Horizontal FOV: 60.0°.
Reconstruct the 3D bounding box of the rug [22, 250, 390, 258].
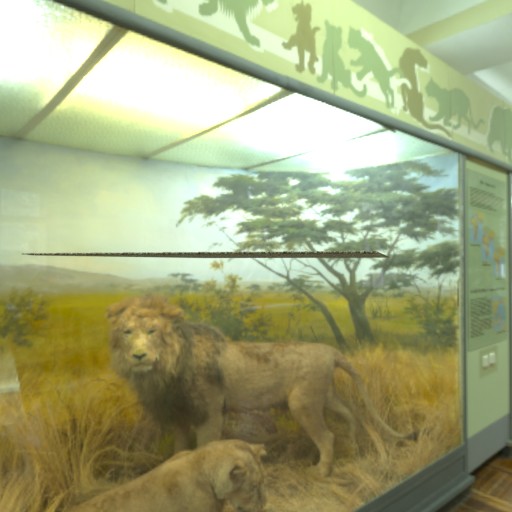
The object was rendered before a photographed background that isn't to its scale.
[{"bbox_3d":[0.000,0.000,4.303,2.431,0.017,3.291,0,-1,18],"label":"rug"}]
